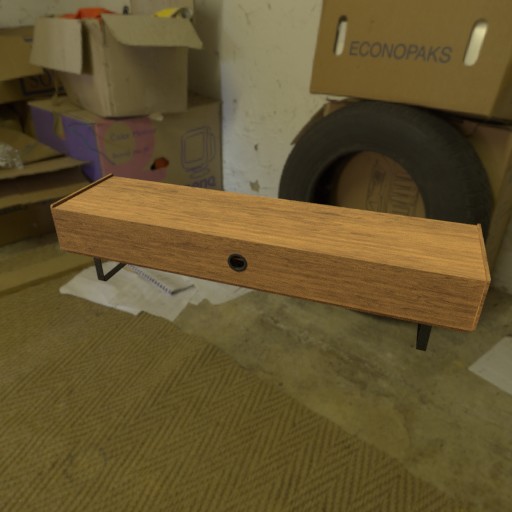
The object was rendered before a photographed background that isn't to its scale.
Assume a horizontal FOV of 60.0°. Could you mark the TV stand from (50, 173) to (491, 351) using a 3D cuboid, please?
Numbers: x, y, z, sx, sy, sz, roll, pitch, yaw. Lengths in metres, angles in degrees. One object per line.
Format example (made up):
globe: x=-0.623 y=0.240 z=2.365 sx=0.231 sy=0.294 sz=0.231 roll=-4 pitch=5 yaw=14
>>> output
TV stand: x=0.000 y=0.000 z=2.001 sx=1.796 sy=0.415 sz=0.467 roll=10 pitch=31 yaw=17
